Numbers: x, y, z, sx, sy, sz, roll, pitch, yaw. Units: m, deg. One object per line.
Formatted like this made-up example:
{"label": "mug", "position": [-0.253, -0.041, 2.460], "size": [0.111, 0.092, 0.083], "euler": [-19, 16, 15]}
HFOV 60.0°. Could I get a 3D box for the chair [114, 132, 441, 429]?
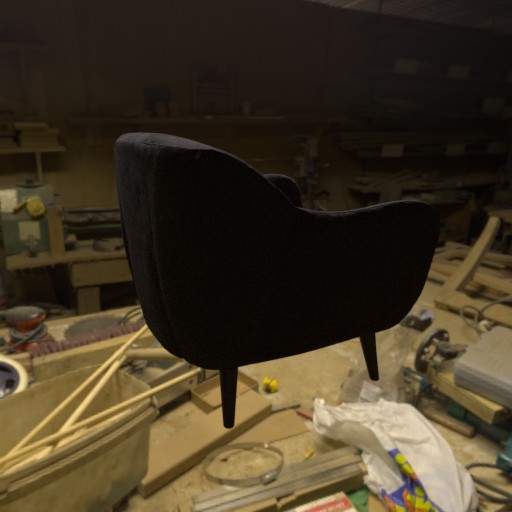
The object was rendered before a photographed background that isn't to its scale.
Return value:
{"label": "chair", "position": [0.000, 0.000, 1.491], "size": [0.819, 0.807, 0.840], "euler": [-8, 18, -26]}
